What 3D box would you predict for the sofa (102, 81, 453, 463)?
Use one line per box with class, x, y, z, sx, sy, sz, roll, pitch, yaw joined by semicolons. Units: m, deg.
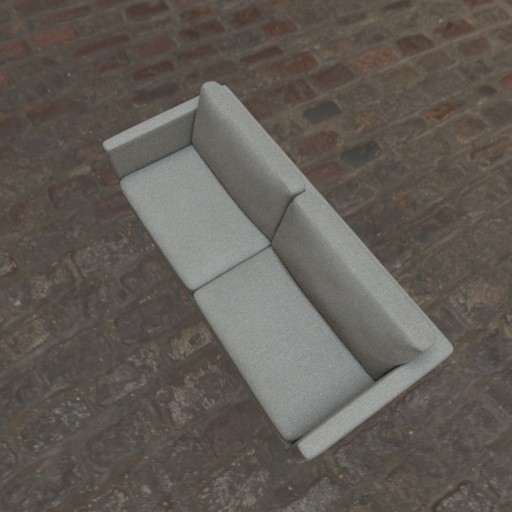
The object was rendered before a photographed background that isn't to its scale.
sofa;0.000;0.000;2.731;0.956;0.963;2.208;-31;68;-14
